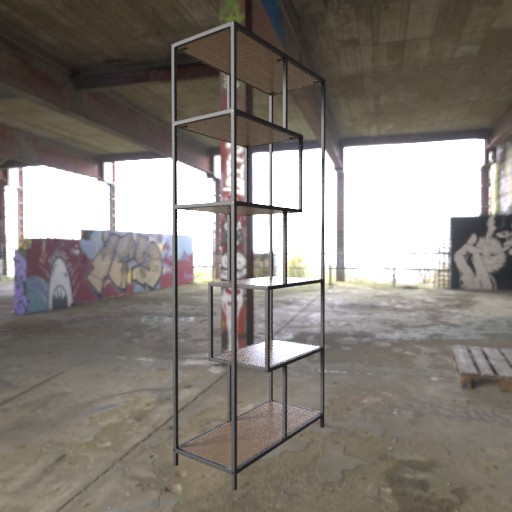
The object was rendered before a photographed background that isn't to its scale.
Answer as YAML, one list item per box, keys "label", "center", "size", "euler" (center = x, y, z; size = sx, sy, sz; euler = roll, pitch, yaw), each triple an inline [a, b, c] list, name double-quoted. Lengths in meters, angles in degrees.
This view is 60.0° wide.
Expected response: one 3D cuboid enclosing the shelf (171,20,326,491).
- label: "shelf"
  center: [0.000, 0.000, 2.153]
  size: [0.350, 1.850, 0.770]
  euler: [1, 2, 36]
